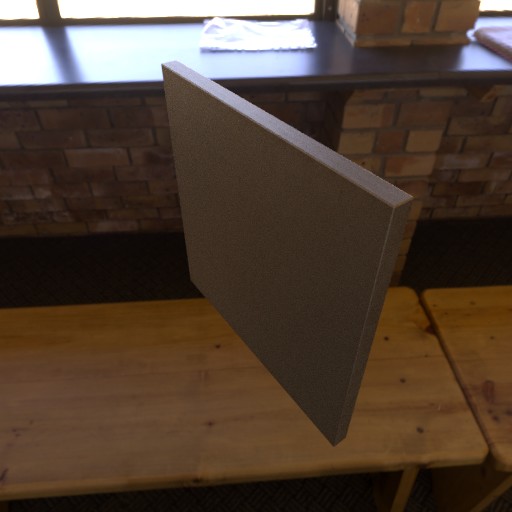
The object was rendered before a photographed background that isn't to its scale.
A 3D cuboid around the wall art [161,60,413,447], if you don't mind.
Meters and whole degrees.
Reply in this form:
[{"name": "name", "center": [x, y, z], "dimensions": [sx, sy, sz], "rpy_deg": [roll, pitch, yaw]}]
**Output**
[{"name": "wall art", "center": [0.000, 0.000, 0.757], "dimensions": [0.030, 0.506, 0.503], "rpy_deg": [-25, 48, -26]}]
